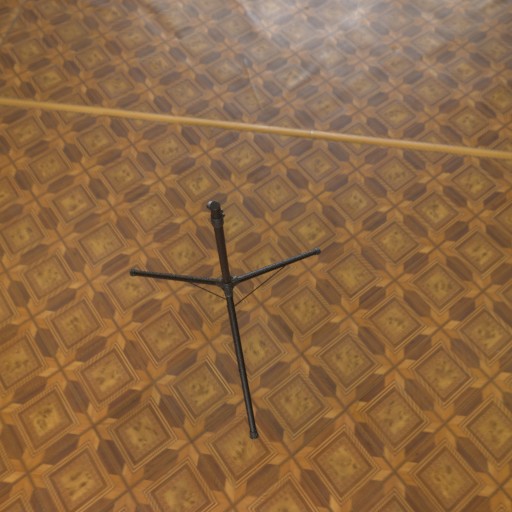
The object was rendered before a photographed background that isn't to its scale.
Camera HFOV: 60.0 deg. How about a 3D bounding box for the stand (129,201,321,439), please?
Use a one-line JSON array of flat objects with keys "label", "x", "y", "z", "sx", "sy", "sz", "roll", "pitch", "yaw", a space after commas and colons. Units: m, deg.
[{"label": "stand", "x": 0.000, "y": 0.000, "z": 2.739, "sx": 1.339, "sy": 1.595, "sz": 1.596, "roll": -35, "pitch": 69, "yaw": -15}]
